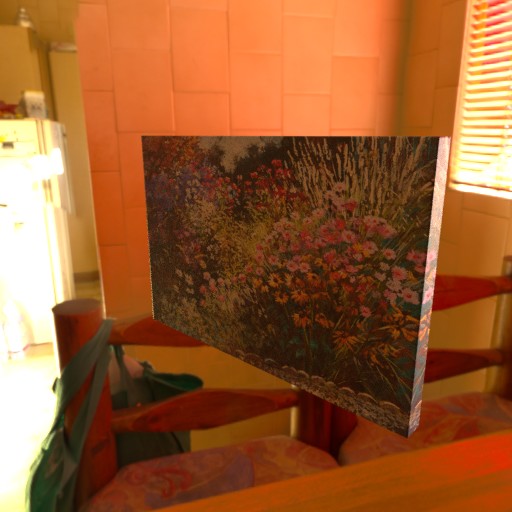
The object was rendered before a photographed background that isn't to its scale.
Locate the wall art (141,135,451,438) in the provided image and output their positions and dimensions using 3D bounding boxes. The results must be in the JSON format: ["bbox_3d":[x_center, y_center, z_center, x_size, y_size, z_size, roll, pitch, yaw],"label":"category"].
[{"bbox_3d":[0.000,0.000,0.777,0.610,0.406,0.037,14,21,41],"label":"wall art"}]
